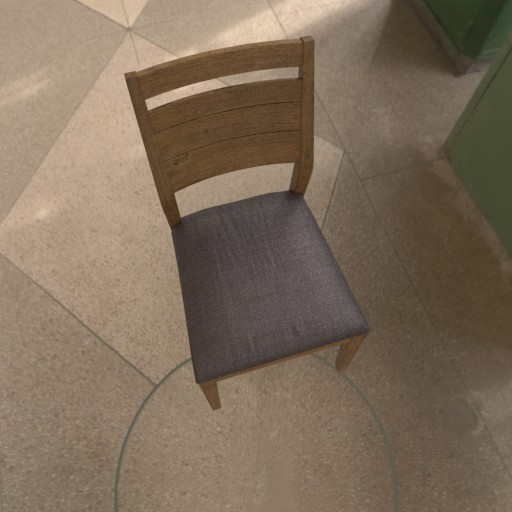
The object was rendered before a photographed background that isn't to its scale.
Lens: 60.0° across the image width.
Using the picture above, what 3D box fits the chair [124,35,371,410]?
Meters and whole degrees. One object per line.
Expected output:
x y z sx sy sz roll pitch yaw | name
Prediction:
0.000 0.000 1.270 0.501 0.939 0.610 -15 65 -7 | chair
